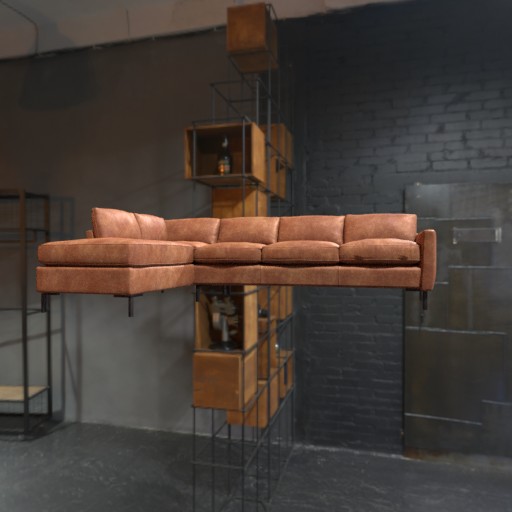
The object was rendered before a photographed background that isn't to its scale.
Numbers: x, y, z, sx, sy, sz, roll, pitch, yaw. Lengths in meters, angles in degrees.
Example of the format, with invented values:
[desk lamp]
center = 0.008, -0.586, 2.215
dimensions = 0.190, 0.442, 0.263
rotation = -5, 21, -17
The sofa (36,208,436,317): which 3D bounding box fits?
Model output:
[sofa]
center = 0.000, 0.000, 3.897
dimensions = 2.984, 0.877, 1.938
rotation = 0, 0, 17
